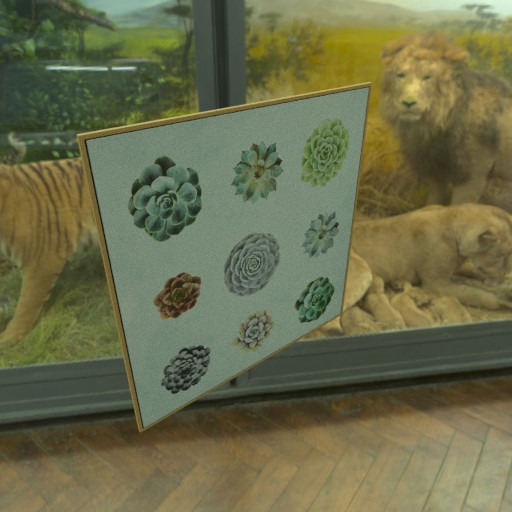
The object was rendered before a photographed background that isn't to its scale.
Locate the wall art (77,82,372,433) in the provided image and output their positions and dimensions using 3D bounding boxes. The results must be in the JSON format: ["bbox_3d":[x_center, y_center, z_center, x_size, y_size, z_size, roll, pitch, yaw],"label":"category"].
[{"bbox_3d":[0.000,0.000,1.438,0.962,0.959,0.013,-23,38,-32],"label":"wall art"}]
